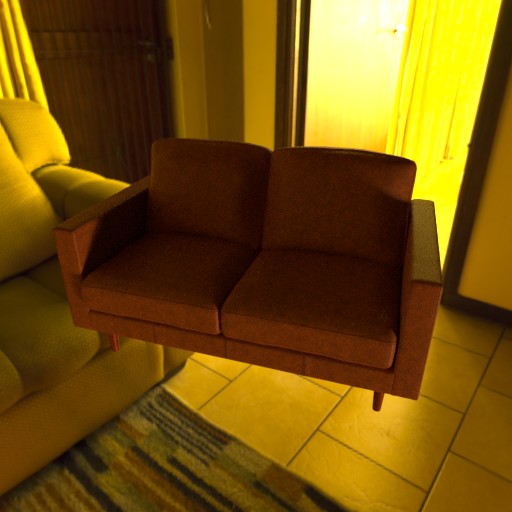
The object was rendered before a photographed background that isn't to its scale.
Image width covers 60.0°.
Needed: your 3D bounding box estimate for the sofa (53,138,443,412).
[{"bbox_3d":[0.000,0.000,2.128,1.578,0.951,0.909,8,28,16],"label":"sofa"}]
